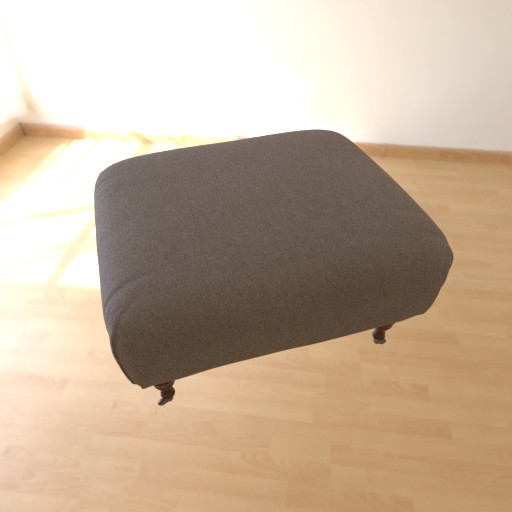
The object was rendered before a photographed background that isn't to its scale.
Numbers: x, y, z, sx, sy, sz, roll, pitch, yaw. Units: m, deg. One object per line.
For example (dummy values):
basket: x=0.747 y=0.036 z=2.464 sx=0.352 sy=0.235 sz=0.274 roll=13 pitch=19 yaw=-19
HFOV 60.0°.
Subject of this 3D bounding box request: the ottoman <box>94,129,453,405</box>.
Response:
ottoman: x=0.000 y=0.000 z=1.151 sx=0.747 sy=0.450 sz=0.622 roll=-12 pitch=43 yaw=-13
